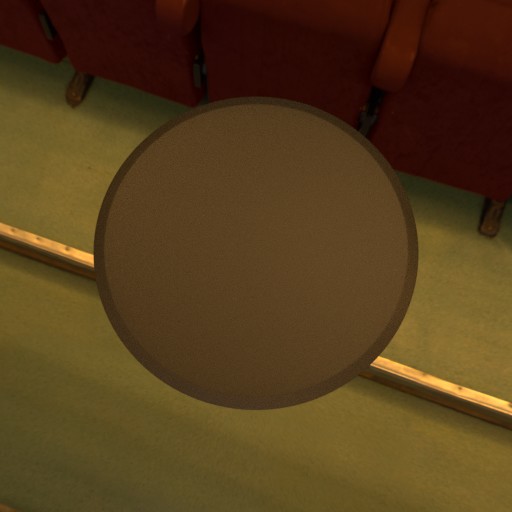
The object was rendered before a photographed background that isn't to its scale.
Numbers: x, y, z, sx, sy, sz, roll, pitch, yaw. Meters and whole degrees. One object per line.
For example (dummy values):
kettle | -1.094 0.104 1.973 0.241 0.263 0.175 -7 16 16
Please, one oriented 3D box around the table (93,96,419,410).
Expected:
table | 0.000 0.000 1.415 0.900 0.400 0.900 0 76 0
